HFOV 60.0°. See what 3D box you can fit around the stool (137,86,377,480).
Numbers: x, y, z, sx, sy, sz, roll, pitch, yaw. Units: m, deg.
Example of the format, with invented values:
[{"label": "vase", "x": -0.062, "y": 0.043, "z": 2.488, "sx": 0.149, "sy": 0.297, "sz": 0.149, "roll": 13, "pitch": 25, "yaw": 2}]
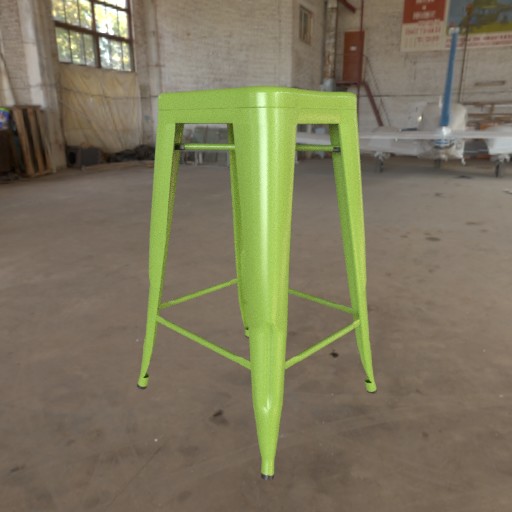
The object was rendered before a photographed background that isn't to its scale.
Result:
[{"label": "stool", "x": 0.000, "y": 0.000, "z": 0.881, "sx": 0.398, "sy": 0.609, "sz": 0.358, "roll": 16, "pitch": 23, "yaw": 42}]
